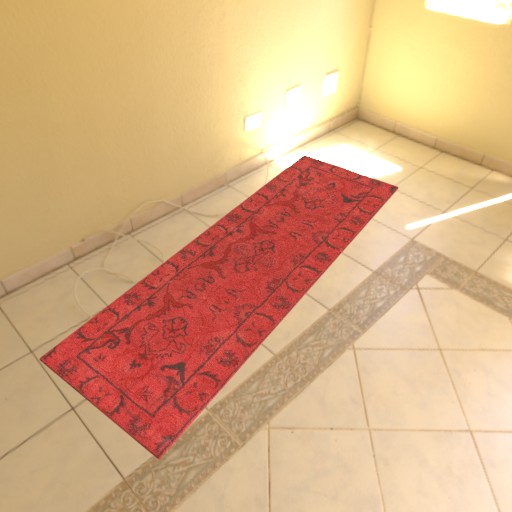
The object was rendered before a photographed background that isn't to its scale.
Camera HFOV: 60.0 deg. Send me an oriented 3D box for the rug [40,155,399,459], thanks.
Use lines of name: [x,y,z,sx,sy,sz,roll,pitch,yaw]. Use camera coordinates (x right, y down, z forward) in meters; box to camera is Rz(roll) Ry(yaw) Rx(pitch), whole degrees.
rug: [0.000,0.000,2.691,0.813,0.018,2.439,26,48,26]
